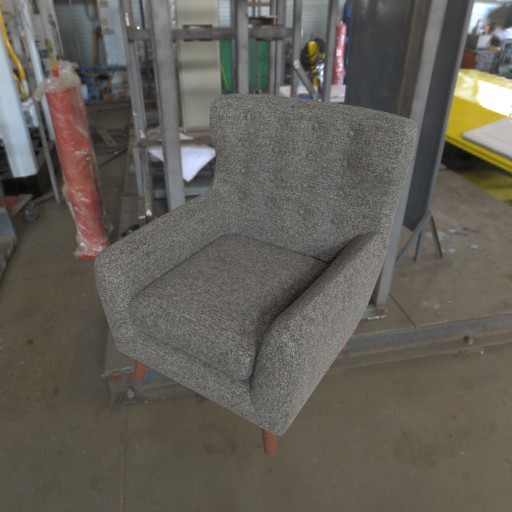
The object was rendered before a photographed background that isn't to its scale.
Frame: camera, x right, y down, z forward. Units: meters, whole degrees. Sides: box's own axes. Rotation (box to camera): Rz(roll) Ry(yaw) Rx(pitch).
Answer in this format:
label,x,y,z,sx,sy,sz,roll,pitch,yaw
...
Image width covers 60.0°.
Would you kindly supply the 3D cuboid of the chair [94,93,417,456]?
label,x,y,z,sx,sy,sz,roll,pitch,yaw
chair,0.000,0.000,1.760,0.889,1.039,0.940,18,36,27
